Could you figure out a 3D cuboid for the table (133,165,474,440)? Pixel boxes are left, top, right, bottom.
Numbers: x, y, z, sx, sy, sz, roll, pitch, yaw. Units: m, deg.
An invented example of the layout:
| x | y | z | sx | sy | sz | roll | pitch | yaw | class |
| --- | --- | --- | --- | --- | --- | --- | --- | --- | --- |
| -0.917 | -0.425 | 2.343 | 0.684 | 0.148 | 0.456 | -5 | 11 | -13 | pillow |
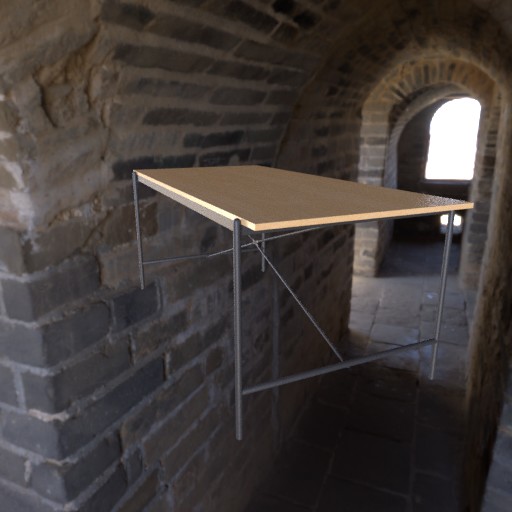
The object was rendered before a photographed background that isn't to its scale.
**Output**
| x | y | z | sx | sy | sz | roll | pitch | yaw | class |
| --- | --- | --- | --- | --- | --- | --- | --- | --- | --- |
| 0.000 | 0.000 | 2.277 | 0.900 | 0.758 | 1.800 | -7 | 18 | -24 | table |
